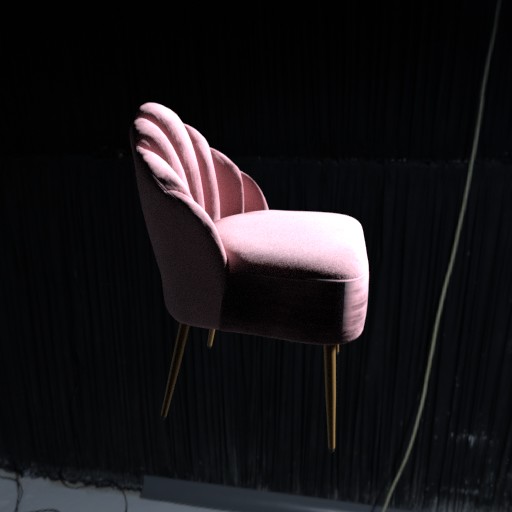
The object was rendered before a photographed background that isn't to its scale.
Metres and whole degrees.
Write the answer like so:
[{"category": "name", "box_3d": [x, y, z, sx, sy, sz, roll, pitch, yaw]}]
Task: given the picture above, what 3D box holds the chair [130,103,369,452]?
[{"category": "chair", "box_3d": [0.000, 0.000, 1.243, 0.599, 0.819, 0.657, 3, 16, 11]}]
